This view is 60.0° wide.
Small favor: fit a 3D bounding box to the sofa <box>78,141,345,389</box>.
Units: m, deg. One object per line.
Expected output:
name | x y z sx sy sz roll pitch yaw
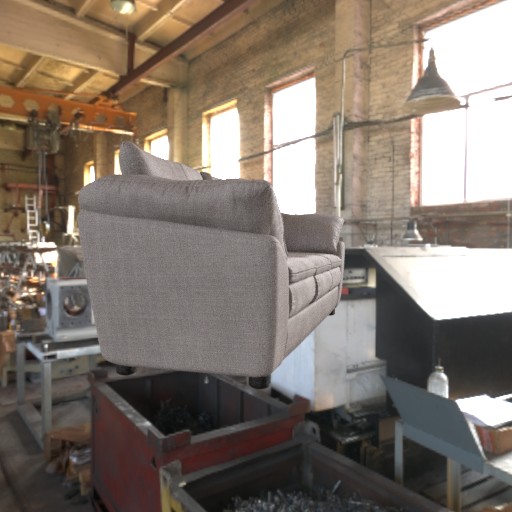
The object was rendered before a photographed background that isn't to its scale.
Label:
sofa | 0.000 0.000 2.771 0.878 0.996 2.334 0 1 18
